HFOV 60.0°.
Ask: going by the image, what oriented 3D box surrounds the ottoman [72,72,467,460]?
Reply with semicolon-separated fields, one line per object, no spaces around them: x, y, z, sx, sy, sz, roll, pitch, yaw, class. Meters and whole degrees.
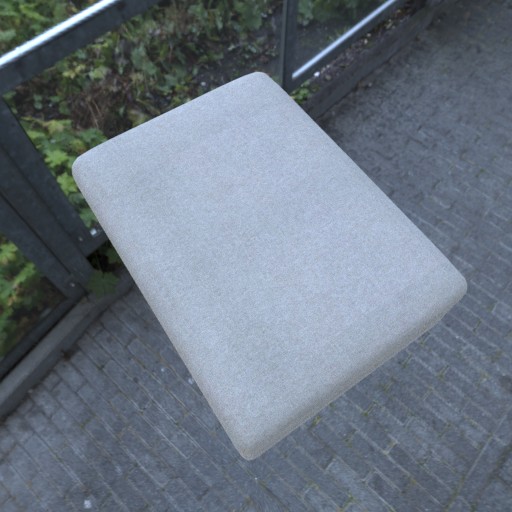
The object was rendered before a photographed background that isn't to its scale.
0.000;0.000;1.199;0.610;0.478;0.823;-31;67;-15;ottoman
